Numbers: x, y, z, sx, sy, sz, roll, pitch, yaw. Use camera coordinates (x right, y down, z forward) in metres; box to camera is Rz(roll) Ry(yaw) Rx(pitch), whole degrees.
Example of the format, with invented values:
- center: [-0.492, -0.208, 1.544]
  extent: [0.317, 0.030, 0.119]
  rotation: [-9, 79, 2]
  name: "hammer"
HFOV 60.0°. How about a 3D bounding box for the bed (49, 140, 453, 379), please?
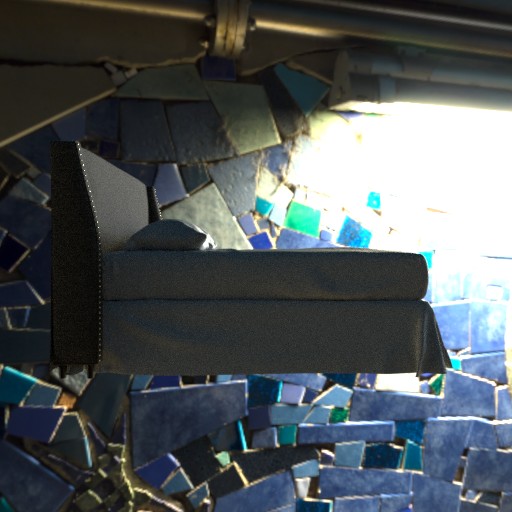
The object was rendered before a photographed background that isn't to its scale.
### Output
- center: [0.000, 0.000, 3.358]
  extent: [2.276, 1.332, 1.925]
  rotation: [0, 1, 0]
  name: "bed"
